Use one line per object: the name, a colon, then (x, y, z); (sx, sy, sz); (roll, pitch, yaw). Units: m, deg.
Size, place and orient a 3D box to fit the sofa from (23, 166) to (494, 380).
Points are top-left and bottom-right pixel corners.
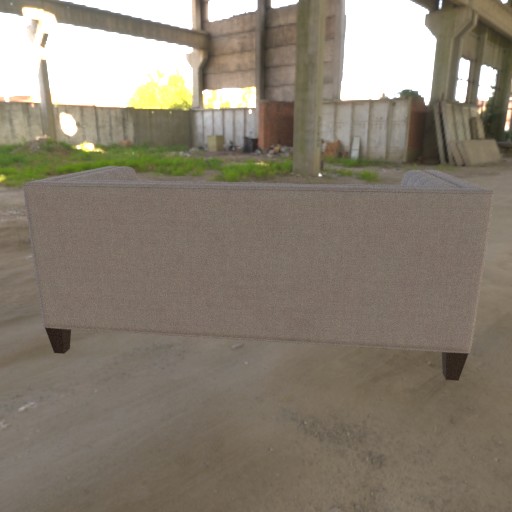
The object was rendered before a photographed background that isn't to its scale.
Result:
sofa: (0.000, 0.000, 2.111); (1.778, 0.762, 0.775); (2, 17, 7)
